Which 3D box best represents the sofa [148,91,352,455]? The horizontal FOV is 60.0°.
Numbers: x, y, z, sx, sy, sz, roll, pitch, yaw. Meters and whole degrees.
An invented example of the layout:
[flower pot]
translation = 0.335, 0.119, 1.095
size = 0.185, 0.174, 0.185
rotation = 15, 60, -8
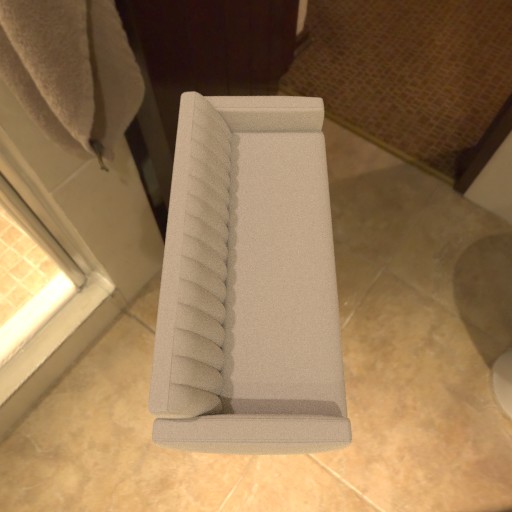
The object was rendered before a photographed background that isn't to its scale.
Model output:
[sofa]
translation = 0.000, 0.000, 2.798
size = 0.990, 0.821, 2.291
rotation = 0, 64, 0
